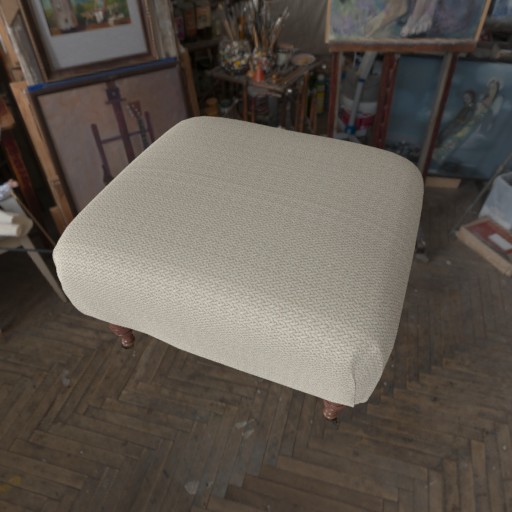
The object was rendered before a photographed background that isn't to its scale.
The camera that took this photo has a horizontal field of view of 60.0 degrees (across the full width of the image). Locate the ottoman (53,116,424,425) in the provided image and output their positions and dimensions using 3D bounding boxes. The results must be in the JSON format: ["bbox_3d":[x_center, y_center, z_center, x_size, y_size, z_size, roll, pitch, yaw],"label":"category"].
[{"bbox_3d":[0.000,0.000,1.069,0.684,0.447,0.622,15,46,15],"label":"ottoman"}]
